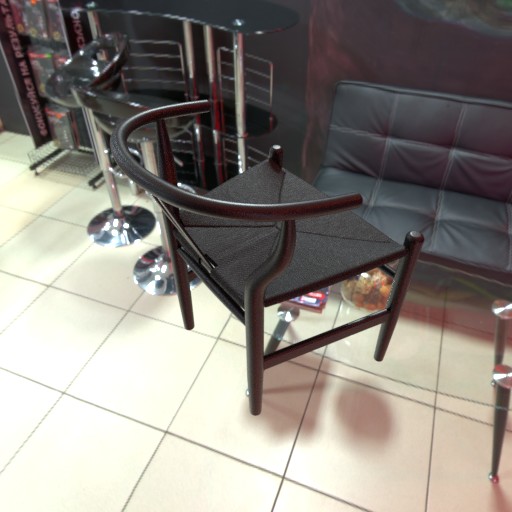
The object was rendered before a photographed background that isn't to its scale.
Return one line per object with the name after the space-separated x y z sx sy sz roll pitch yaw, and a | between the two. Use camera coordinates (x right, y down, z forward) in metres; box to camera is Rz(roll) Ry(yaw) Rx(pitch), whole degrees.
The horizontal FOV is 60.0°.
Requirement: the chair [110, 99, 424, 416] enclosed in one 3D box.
0.000 0.000 1.146 0.579 0.730 0.569 -26 48 -26 | chair
